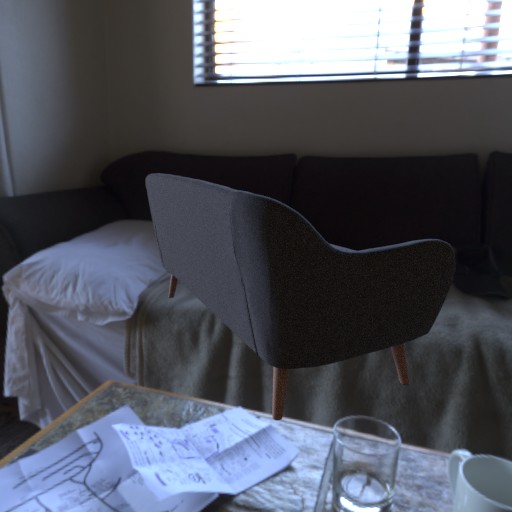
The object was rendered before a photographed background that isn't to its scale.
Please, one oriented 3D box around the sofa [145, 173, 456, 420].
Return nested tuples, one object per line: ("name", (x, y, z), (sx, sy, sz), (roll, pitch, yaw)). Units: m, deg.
("sofa", (0.000, 0.000, 2.274), (0.820, 0.820, 1.840), (-6, 15, -24))
